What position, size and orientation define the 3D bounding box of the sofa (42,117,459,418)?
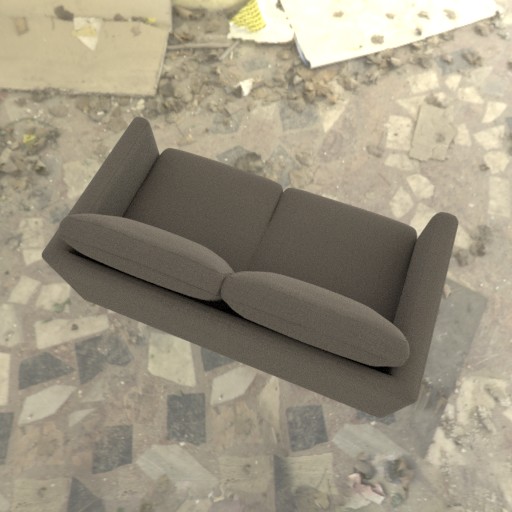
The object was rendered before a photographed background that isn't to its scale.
[{"bbox_3d":[0.000,0.000,2.229,1.713,0.866,0.940,20,66,9],"label":"sofa"}]
